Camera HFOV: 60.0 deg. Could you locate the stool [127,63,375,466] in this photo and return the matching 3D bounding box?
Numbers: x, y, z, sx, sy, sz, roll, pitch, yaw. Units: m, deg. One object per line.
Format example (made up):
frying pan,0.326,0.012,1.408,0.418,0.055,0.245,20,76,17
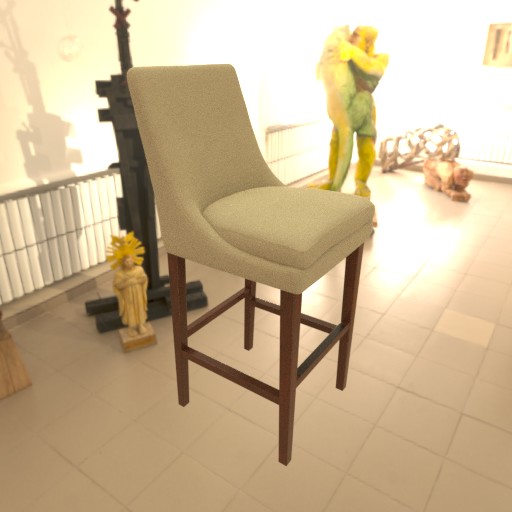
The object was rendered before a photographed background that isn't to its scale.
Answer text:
stool,0.000,0.000,1.370,0.577,1.078,0.470,16,30,31
